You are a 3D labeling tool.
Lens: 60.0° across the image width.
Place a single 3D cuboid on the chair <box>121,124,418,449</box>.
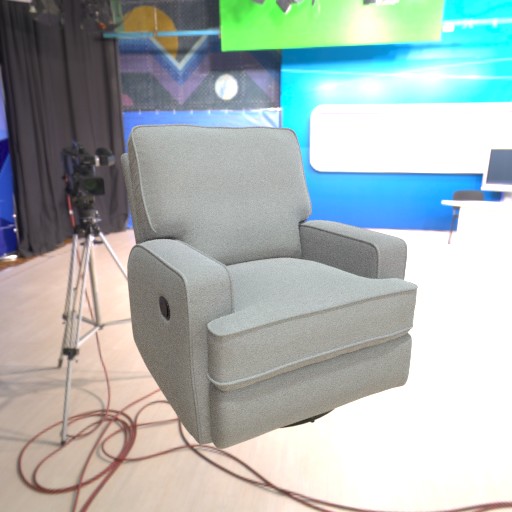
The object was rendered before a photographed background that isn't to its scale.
[{"bbox_3d":[0.000,0.000,1.686,0.861,0.964,0.969,-9,19,-28],"label":"chair"}]
